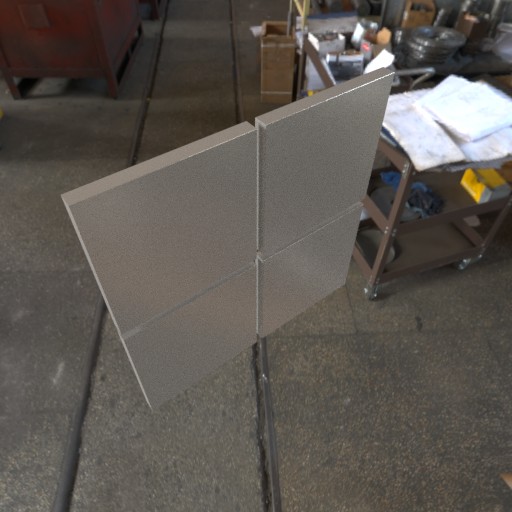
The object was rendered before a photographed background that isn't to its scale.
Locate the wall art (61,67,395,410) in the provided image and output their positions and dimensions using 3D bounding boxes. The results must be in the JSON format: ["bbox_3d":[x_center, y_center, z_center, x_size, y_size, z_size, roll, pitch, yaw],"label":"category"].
[{"bbox_3d":[0.000,0.000,0.914,0.611,0.611,0.029,-29,54,-24],"label":"wall art"}]
